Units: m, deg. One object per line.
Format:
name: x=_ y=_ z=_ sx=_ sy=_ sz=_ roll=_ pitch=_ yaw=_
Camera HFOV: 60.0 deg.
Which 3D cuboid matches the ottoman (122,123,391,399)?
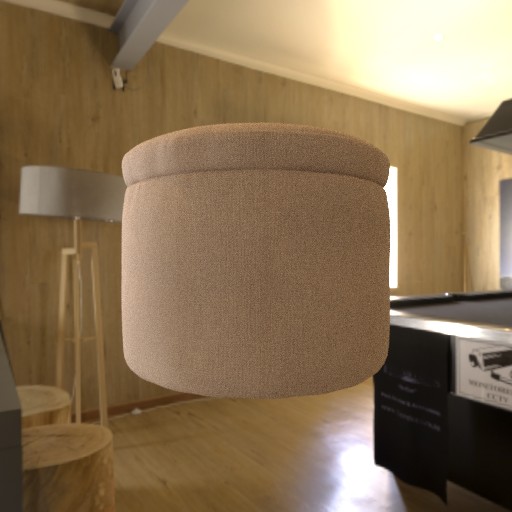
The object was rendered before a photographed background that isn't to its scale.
ottoman: x=0.000 y=0.000 z=0.855 sx=0.497 sy=0.409 sz=0.497 roll=0 pitch=0 yaw=0
